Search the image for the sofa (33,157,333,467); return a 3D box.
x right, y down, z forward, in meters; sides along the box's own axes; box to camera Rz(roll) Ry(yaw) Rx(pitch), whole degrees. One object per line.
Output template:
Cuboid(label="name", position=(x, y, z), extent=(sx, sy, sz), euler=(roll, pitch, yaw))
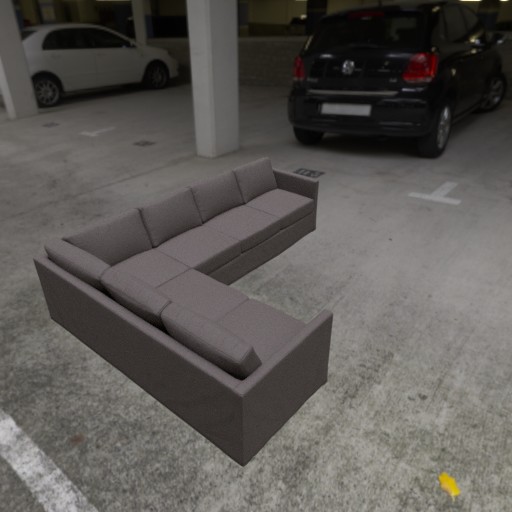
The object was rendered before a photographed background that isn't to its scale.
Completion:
Cuboid(label="sofa", position=(0.000, 0.000, 4.347), extent=(2.432, 0.871, 3.182), euler=(23, 37, 33))
